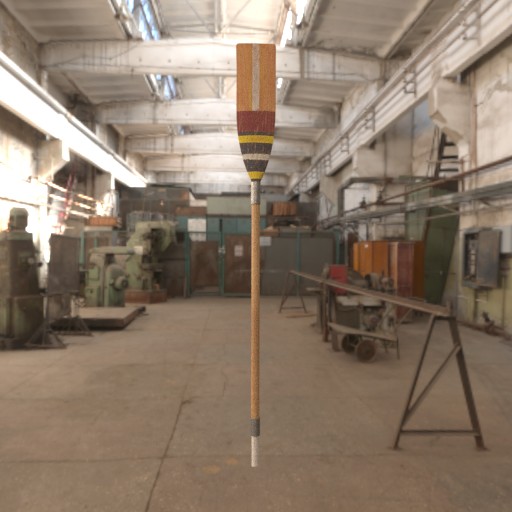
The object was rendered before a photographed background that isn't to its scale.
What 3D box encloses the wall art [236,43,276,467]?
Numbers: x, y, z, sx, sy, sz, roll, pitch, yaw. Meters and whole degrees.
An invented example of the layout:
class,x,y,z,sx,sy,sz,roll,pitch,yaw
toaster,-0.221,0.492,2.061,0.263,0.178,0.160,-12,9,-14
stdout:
class,x,y,z,sx,sy,sz,roll,pitch,yaw
wall art,0.000,0.000,1.633,0.146,1.556,0.038,0,1,-1
